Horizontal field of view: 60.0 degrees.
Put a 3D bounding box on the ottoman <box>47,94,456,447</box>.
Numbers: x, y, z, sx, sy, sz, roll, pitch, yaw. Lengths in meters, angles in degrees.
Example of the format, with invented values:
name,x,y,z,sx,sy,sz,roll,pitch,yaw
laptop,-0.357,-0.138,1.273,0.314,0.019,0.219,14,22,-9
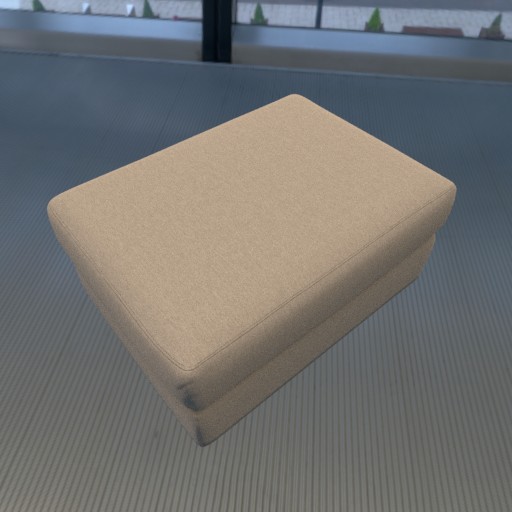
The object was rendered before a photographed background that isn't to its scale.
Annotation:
name,x,y,z,sx,sy,sz,roll,pitch,yaw
ottoman,0.000,0.000,1.128,0.773,0.497,0.574,-32,55,-25
